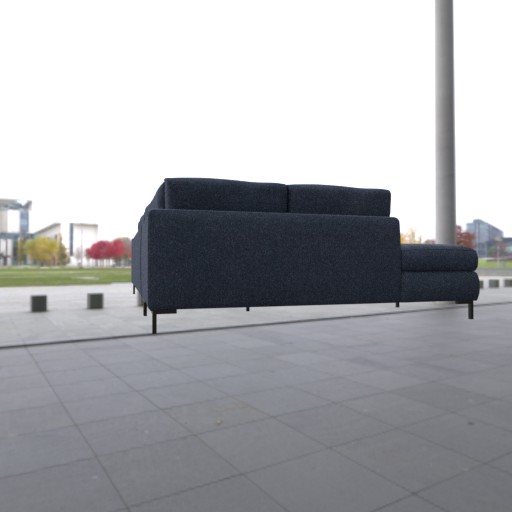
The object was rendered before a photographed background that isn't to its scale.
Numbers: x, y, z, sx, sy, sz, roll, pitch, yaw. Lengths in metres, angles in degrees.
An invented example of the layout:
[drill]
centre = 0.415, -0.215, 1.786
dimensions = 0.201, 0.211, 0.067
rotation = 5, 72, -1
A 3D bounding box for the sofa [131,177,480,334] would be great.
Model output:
[sofa]
centre = 0.000, 0.000, 3.835
dimensions = 2.007, 0.813, 2.956
rotation = 0, -1, -17
